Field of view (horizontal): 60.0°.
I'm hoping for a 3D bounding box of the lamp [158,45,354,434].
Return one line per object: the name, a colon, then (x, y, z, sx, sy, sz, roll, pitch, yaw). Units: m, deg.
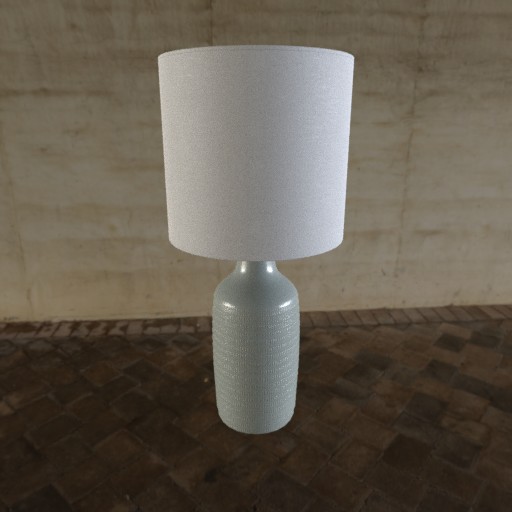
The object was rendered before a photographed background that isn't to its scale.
lamp: (0.000, 0.000, 0.582, 0.220, 0.475, 0.220, 9, 20, 26)
